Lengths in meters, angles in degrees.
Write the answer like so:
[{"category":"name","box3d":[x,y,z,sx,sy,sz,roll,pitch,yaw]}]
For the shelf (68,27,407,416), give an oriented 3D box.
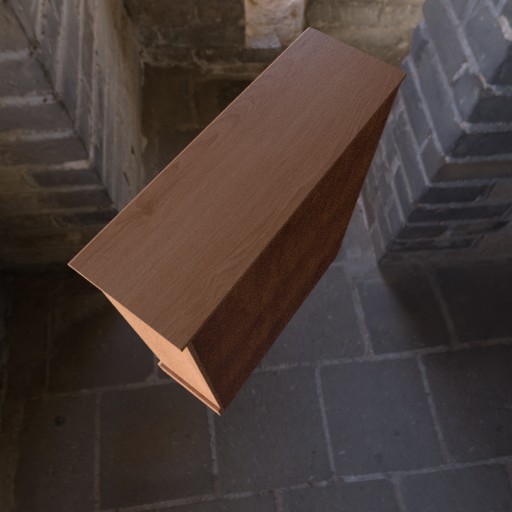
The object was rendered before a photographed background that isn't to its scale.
[{"category":"shelf","box3d":[0.000,0.000,1.400,0.291,0.980,0.840,33,68,15]}]
